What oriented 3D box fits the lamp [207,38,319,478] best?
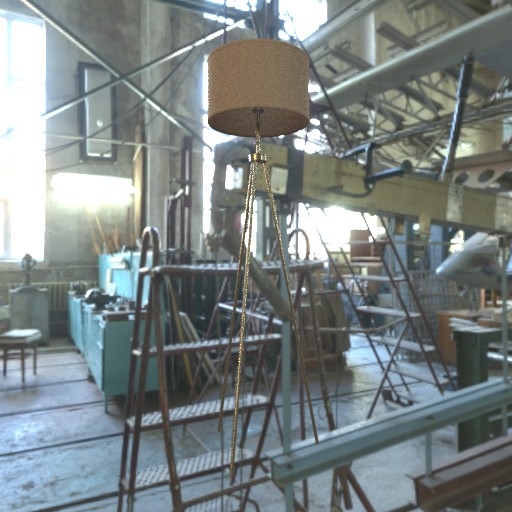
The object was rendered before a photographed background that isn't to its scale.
[{"bbox_3d":[0.000,0.000,1.751,0.449,1.545,0.460,0,0,18],"label":"lamp"}]
